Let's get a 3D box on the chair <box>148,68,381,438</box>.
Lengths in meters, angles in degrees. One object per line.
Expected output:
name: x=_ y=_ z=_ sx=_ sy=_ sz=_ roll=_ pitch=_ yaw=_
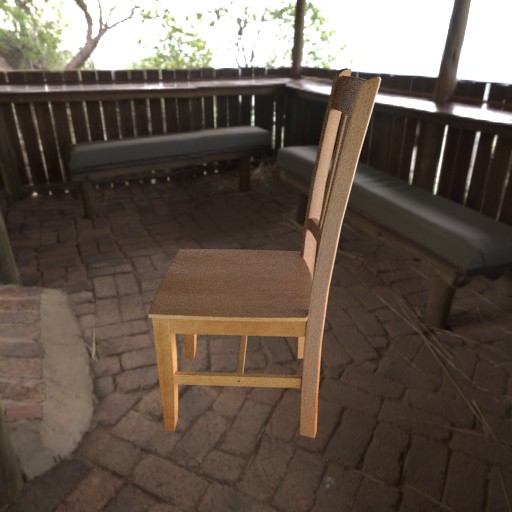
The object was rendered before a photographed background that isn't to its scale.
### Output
chair: x=0.000 y=0.000 z=1.297 sx=0.556 sy=0.998 sz=0.450 roll=1 pitch=25 yaw=2
